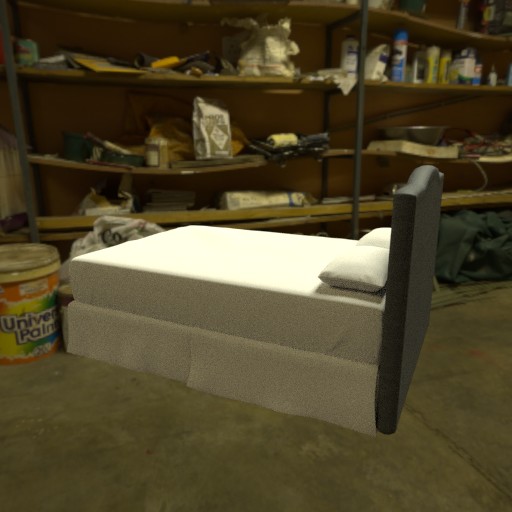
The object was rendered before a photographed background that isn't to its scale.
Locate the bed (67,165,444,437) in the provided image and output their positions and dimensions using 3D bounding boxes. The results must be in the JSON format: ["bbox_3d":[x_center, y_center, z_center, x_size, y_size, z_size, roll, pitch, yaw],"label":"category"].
[{"bbox_3d":[0.000,0.000,3.487,2.507,1.441,1.747,7,16,26],"label":"bed"}]
